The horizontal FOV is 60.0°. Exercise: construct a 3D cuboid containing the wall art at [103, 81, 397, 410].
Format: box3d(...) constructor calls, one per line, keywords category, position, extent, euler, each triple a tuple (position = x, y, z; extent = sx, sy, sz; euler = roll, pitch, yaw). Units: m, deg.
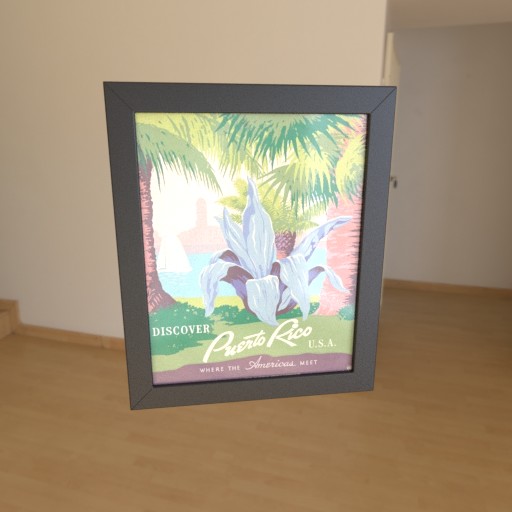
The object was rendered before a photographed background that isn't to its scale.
box3d(category="wall art", position=(0.000, 0.000, 0.801), extent=(0.481, 0.582, 0.018), euler=(-2, 15, -8))
